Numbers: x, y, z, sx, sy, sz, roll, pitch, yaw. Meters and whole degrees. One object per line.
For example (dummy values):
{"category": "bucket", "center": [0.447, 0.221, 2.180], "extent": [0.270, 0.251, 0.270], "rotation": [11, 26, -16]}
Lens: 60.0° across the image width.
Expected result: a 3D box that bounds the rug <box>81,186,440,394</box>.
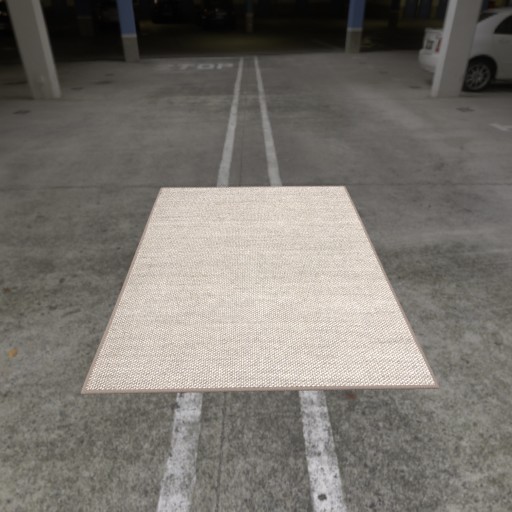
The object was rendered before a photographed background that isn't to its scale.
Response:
{"category": "rug", "center": [0.000, 0.000, 2.748], "extent": [1.517, 0.013, 2.115], "rotation": [-1, 32, -1]}
